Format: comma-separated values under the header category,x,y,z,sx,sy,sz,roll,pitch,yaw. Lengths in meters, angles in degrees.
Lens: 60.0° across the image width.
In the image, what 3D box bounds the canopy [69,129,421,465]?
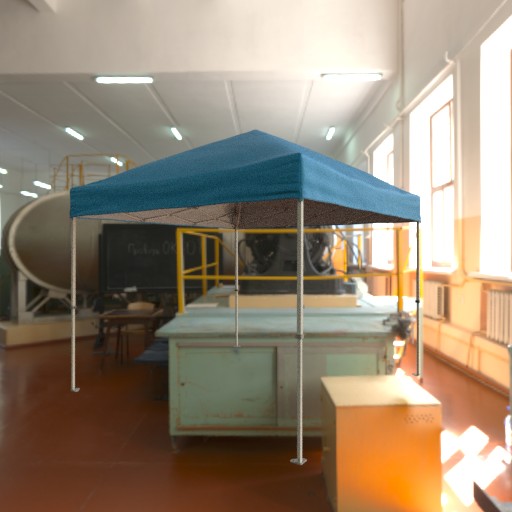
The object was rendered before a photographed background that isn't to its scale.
category,x,y,z,sx,sy,sz,roll,pitch,yaw
canopy,0.000,0.000,5.258,2.998,2.997,2.996,0,0,36
